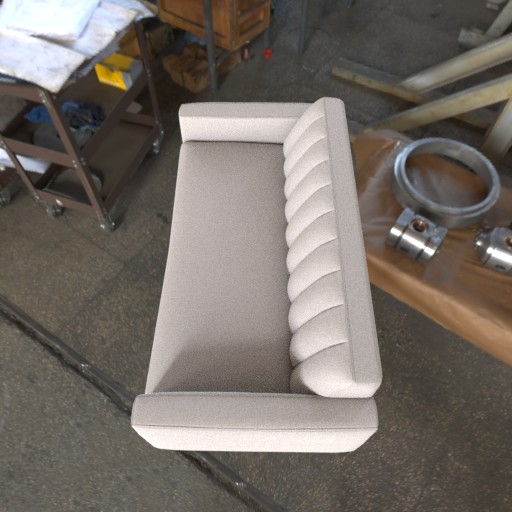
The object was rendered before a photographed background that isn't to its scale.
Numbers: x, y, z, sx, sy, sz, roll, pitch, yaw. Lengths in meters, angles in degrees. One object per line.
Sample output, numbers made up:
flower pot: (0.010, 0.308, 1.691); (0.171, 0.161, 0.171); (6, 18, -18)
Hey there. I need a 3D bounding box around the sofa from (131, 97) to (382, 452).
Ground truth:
sofa: (0.000, 0.000, 2.376); (0.969, 0.814, 1.895); (1, 58, 0)
